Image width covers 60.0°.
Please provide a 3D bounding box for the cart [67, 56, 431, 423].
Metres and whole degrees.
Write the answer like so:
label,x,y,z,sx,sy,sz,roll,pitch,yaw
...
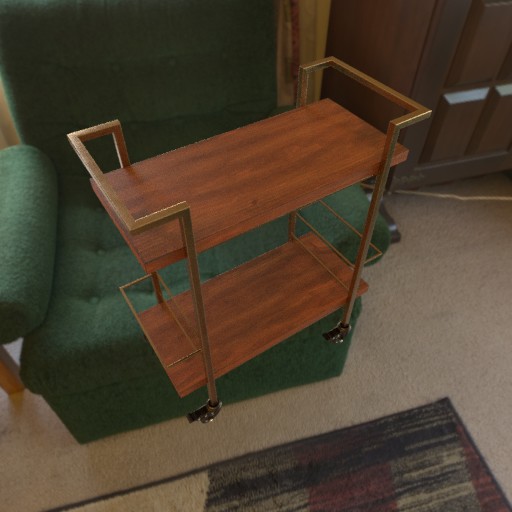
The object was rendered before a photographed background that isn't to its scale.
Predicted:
label,x,y,z,sx,sy,sz,roll,pitch,yaw
cart,0.000,0.000,1.209,0.695,0.807,0.364,-25,52,-22
